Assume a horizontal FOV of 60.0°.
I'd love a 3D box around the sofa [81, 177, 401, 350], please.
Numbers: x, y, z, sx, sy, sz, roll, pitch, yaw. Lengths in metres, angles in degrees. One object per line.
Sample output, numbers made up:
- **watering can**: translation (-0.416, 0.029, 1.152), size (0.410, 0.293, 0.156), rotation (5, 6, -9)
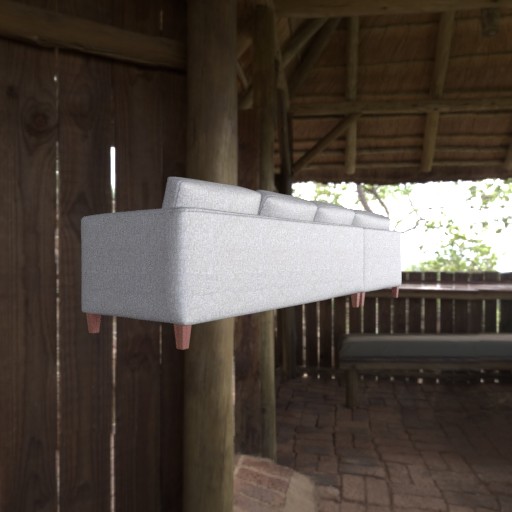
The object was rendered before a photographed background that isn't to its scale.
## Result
- **sofa**: translation (0.000, 0.000, 3.795), size (1.502, 0.876, 3.201), rotation (0, 1, 36)
